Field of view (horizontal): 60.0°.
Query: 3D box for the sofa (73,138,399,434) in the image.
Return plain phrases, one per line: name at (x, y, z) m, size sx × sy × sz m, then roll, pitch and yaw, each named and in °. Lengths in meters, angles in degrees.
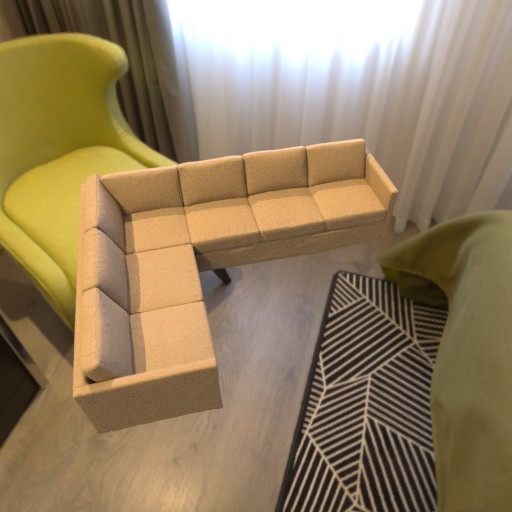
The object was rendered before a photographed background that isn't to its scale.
sofa at (0.000, 0.000, 4.255) m, size 3.182 × 0.871 × 2.432 m, roll -10°, pitch 48°, yaw -9°
